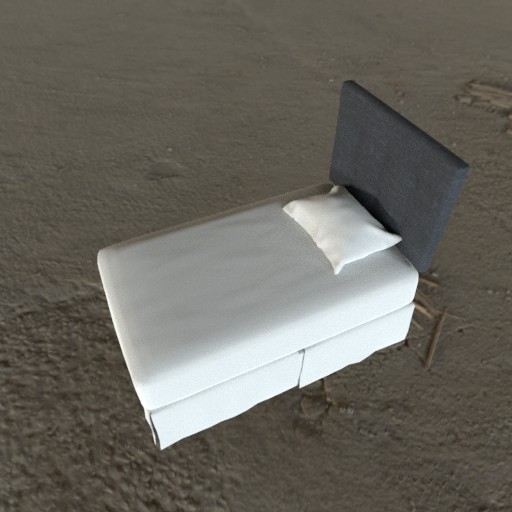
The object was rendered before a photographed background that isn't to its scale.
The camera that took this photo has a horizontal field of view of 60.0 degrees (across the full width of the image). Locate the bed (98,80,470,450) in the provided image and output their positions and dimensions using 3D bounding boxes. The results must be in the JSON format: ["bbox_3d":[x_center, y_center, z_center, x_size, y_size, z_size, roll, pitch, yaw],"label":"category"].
[{"bbox_3d":[0.000,0.000,2.945,1.997,1.571,1.261,-18,49,-17],"label":"bed"}]
